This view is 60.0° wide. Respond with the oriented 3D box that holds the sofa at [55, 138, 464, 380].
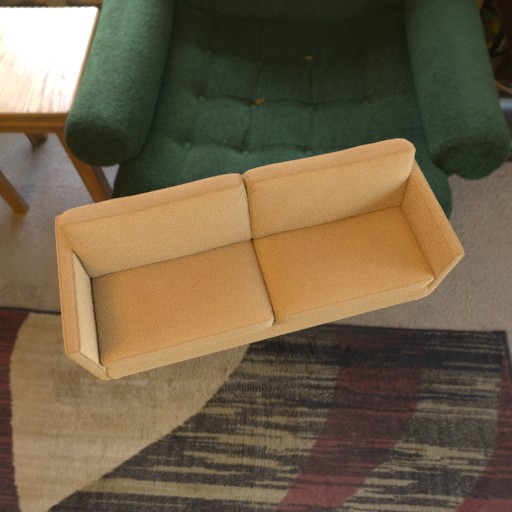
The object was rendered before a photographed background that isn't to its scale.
[{"bbox_3d":[0.000,0.000,2.921,2.361,0.968,0.951,-13,64,-7],"label":"sofa"}]
